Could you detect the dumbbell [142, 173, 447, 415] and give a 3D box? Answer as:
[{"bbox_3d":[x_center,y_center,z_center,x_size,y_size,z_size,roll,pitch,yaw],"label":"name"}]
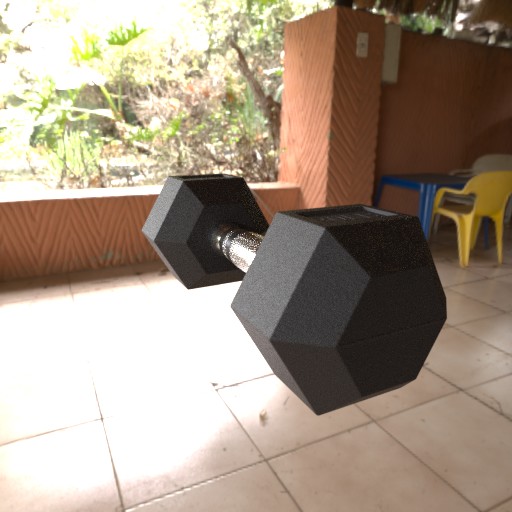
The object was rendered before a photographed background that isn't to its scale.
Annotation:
[{"bbox_3d":[0.000,0.000,0.341,0.116,0.101,0.297,-8,18,-26],"label":"dumbbell"}]
